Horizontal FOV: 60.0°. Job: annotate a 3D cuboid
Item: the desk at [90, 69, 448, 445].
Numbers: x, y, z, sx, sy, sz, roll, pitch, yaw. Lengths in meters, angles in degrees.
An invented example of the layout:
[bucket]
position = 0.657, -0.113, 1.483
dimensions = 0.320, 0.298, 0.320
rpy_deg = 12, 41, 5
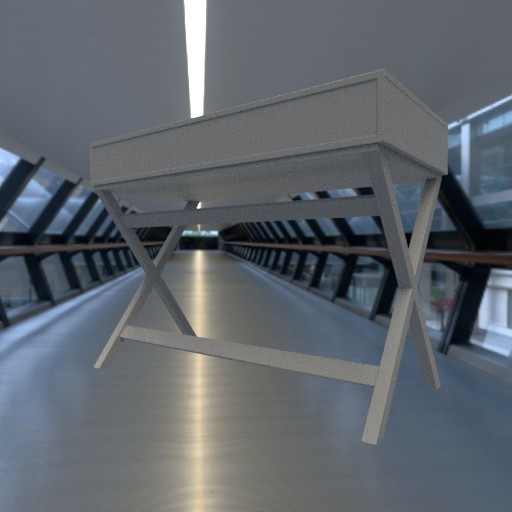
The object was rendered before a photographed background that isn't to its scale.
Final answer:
[desk]
position = 0.000, 0.000, 1.440
dimensions = 1.057, 0.780, 0.525
rpy_deg = 1, 1, 37
